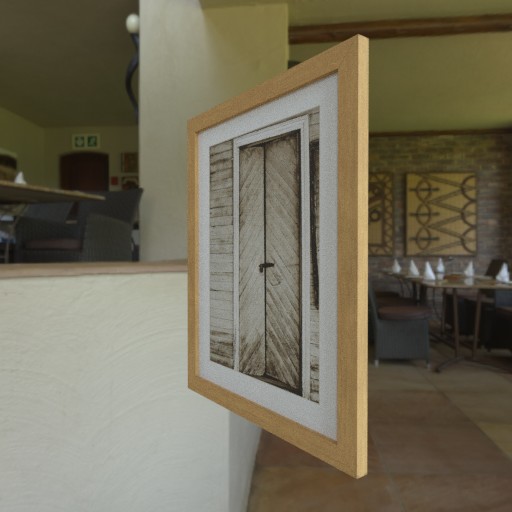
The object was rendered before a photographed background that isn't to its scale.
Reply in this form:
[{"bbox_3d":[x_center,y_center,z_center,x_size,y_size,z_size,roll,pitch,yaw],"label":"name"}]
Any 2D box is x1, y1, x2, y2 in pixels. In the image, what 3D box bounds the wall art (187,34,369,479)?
[{"bbox_3d":[0.000,0.000,0.750,0.020,0.561,0.460,-1,1,-36],"label":"wall art"}]
